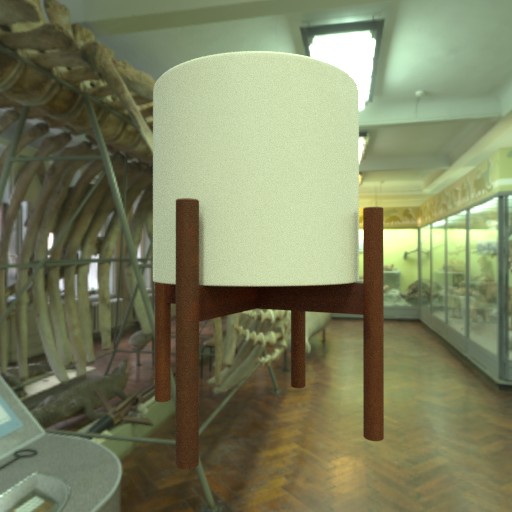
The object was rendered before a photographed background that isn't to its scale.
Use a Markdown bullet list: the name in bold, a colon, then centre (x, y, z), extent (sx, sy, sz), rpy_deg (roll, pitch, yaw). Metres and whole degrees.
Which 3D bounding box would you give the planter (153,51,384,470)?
- **planter**: centre (0.000, 0.000, 0.495), extent (0.224, 0.358, 0.224), rpy_deg (0, 0, -18)
